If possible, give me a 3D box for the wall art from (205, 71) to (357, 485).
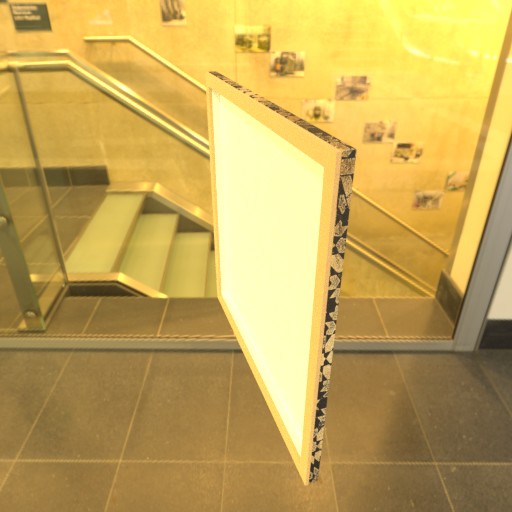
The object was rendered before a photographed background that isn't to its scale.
[{"bbox_3d":[0.000,0.000,1.331,0.038,0.914,0.914,-10,32,-16],"label":"wall art"}]
